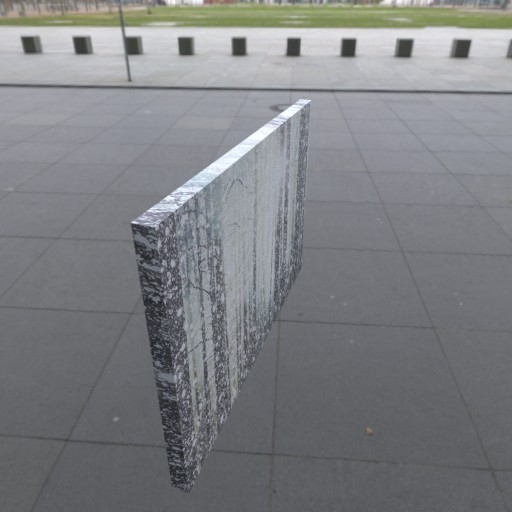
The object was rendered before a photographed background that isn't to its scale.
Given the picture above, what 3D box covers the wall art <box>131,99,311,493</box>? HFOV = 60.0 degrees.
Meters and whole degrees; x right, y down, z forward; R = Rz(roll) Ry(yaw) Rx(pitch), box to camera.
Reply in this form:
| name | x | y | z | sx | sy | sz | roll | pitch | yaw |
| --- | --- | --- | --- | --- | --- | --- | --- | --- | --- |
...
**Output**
| name | x | y | z | sx | sy | sz | roll | pitch | yaw |
| --- | --- | --- | --- | --- | --- | --- | --- | --- | --- |
| wall art | 0.000 | 0.000 | 1.124 | 0.038 | 0.598 | 0.919 | 10 | 31 | 17 |
